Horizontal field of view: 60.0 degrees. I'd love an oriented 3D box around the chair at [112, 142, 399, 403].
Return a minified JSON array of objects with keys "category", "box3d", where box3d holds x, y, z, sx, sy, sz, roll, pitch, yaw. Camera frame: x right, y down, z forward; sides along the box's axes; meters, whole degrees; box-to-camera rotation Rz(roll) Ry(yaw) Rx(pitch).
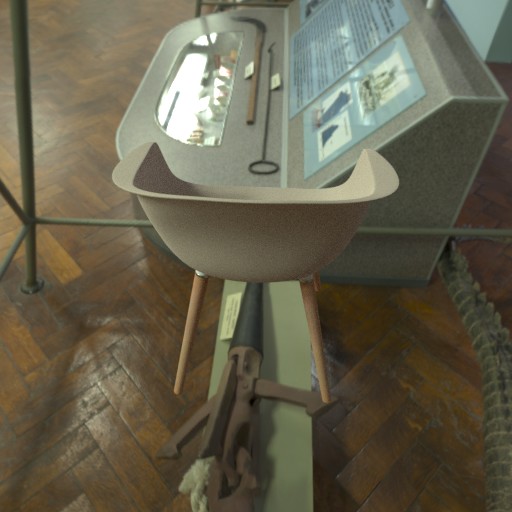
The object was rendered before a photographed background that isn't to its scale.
[{"category":"chair","box3d":[0.000,0.000,1.162,0.593,0.781,0.504,2,47,2]}]
